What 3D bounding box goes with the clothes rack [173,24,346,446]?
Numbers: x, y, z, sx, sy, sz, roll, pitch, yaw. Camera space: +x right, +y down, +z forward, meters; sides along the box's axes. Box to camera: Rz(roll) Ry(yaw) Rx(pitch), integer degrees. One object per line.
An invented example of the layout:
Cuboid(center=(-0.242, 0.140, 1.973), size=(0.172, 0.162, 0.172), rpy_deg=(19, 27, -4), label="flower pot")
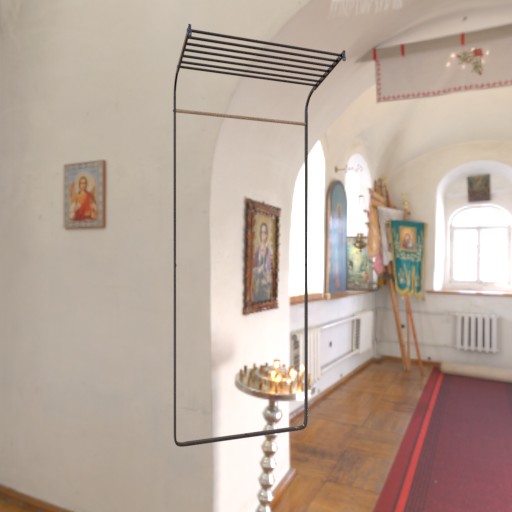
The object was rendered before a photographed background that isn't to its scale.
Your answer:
Cuboid(center=(0.000, 0.000, 1.766), size=(0.609, 1.574, 0.349), rpy_deg=(0, 0, -19), label="clothes rack")
